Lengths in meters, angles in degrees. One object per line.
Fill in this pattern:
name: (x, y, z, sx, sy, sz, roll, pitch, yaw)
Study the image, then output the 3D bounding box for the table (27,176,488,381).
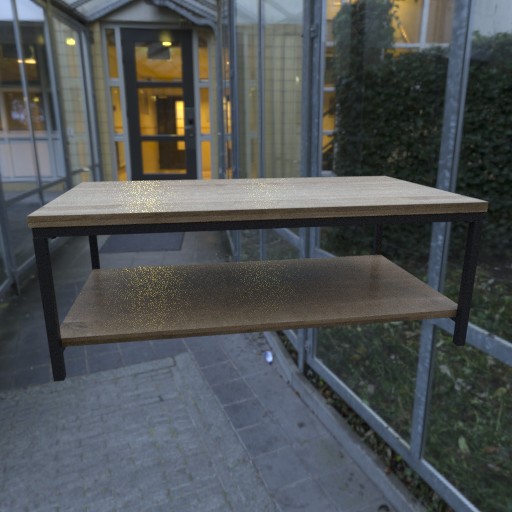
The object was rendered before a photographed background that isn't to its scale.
table: (0.000, 0.000, 1.331, 1.062, 0.393, 0.574, -3, 17, -9)
